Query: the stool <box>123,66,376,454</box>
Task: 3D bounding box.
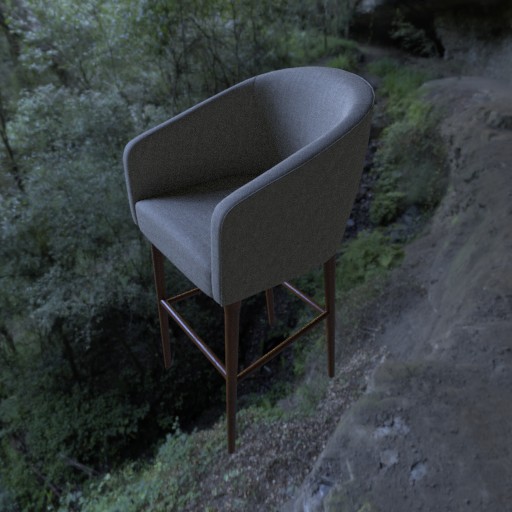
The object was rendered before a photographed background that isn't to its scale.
[{"bbox_3d":[0.000,0.000,1.441,0.607,1.078,0.559,-21,38,-30],"label":"stool"}]
